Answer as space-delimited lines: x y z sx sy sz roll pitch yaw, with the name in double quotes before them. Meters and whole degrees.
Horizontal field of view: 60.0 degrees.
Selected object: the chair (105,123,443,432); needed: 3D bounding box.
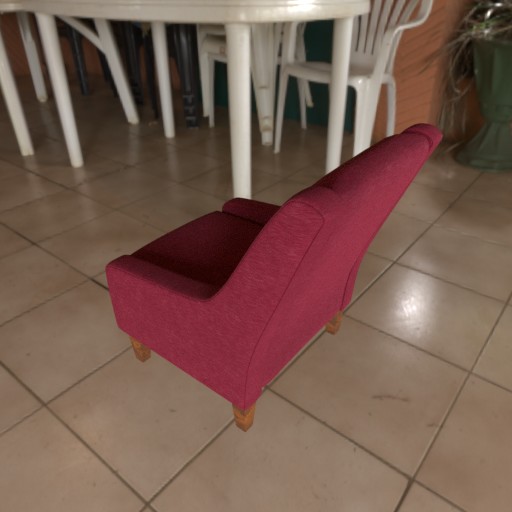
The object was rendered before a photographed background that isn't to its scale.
"chair" 0.000 0.000 1.718 0.985 1.017 0.793 22 38 31
